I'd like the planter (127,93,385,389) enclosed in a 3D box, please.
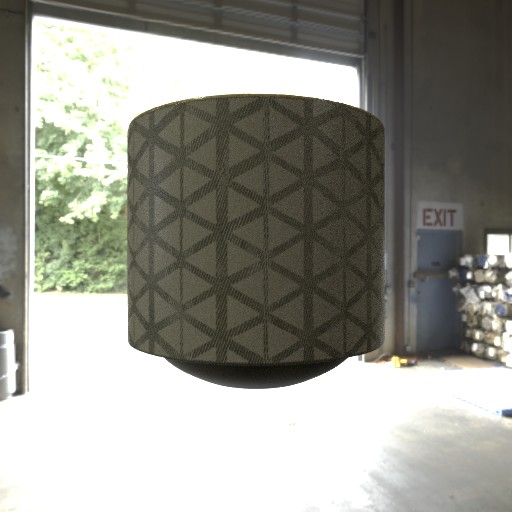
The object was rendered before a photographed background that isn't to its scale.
[{"bbox_3d":[0.000,0.000,0.341,0.190,0.181,0.190,0,0,0],"label":"planter"}]
